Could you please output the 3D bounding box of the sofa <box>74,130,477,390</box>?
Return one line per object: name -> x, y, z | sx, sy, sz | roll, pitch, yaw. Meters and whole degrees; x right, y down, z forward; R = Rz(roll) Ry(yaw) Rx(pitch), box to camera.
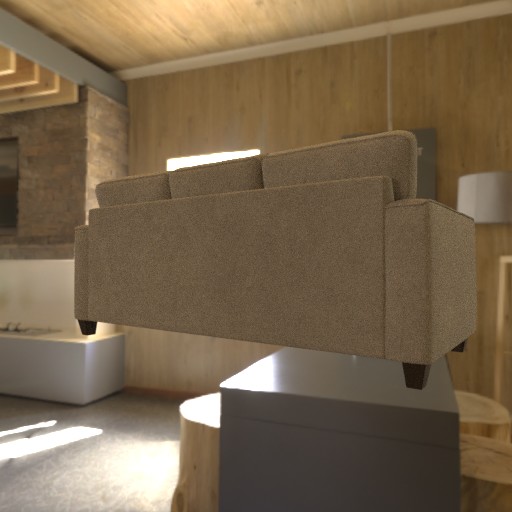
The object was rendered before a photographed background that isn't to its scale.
sofa -> 0.000, 0.000, 2.494 | 2.133, 0.965, 0.939 | 0, -1, 35
